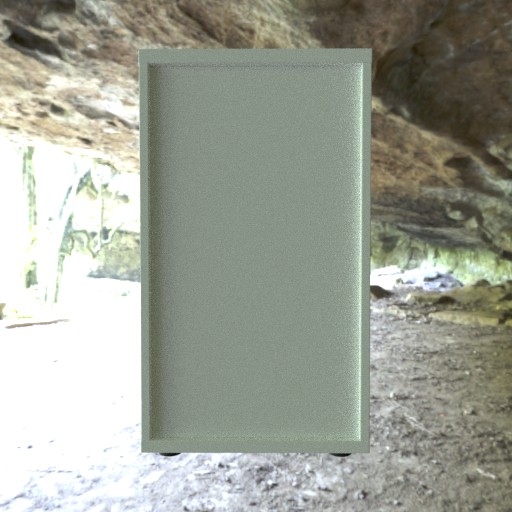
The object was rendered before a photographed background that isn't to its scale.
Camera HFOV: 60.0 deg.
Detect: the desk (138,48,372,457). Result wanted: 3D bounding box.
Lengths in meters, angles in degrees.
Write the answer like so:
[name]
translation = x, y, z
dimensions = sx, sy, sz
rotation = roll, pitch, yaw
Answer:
[desk]
translation = 0.000, 0.000, 1.073
dimensions = 0.404, 0.730, 0.600
rotation = 0, 1, 0
